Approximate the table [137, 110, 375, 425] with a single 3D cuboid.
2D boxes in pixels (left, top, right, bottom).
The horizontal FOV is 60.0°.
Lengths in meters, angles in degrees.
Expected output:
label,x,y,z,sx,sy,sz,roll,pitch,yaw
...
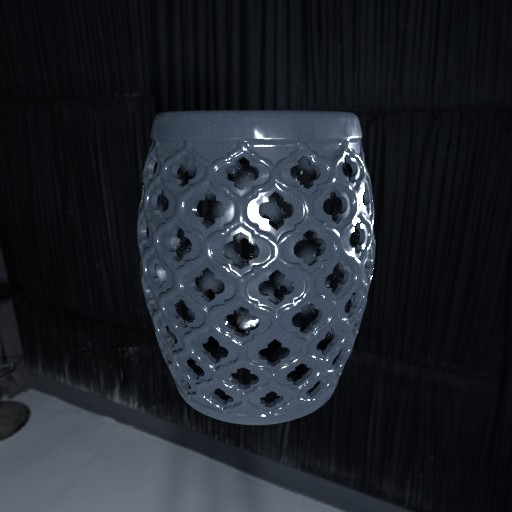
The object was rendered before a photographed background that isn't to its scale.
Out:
label,x,y,z,sx,sy,sz,roll,pitch,yaw
table,0.000,0.000,0.632,0.325,0.388,0.325,0,16,0
